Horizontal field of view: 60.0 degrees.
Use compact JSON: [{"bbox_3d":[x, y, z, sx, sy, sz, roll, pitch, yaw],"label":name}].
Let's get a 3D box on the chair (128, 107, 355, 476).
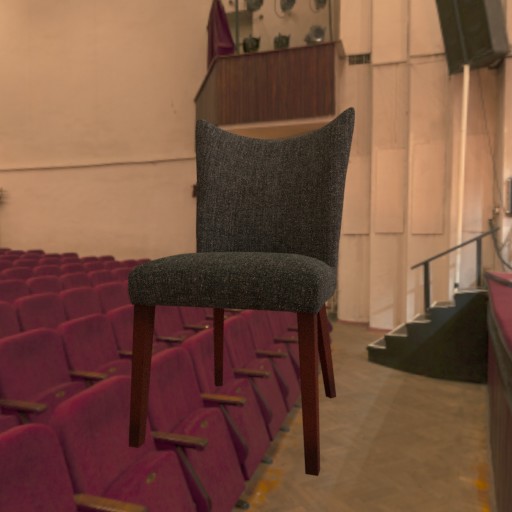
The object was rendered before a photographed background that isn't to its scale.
[{"bbox_3d":[0.000,0.000,1.300,0.535,0.924,0.623,1,2,17],"label":"chair"}]
